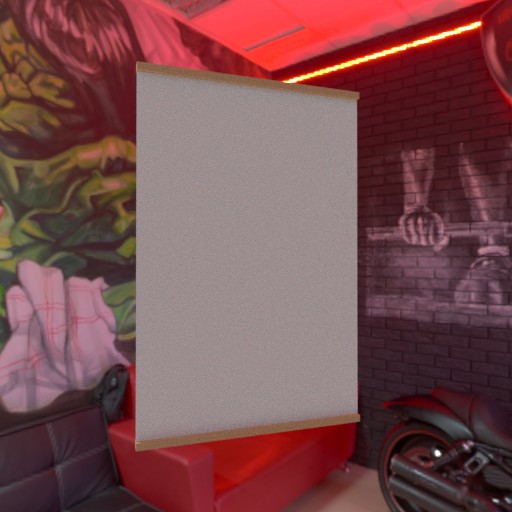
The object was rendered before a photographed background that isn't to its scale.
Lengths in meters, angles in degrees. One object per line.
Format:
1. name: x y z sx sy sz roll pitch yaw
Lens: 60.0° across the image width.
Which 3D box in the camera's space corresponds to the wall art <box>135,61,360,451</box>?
1. wall art: 0.000 0.000 1.894 0.991 1.510 0.040 0 -1 -19
